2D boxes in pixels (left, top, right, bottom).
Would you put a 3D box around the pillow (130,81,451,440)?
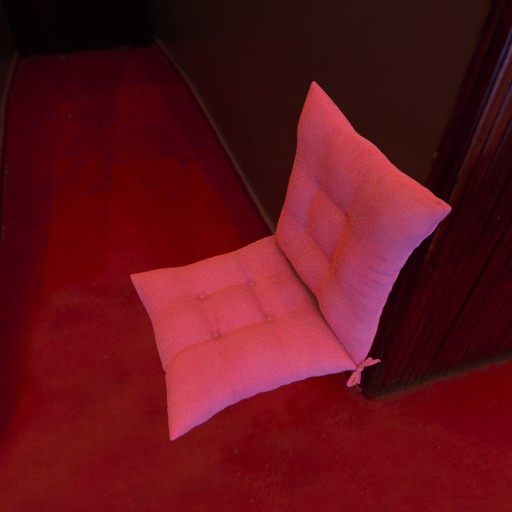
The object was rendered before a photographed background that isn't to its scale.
[{"bbox_3d":[0.000,0.000,1.022,0.585,0.536,0.541,-16,49,-14],"label":"pillow"}]
